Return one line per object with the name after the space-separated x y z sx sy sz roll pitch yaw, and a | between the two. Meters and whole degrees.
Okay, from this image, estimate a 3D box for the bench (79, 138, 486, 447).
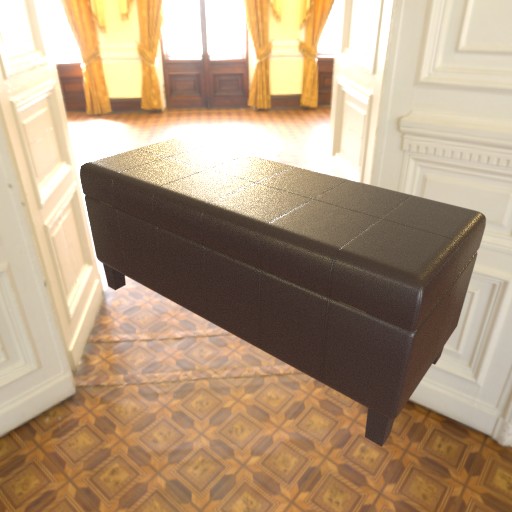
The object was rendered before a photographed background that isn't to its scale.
0.000 0.000 1.318 1.092 0.457 0.429 22 36 33 | bench
